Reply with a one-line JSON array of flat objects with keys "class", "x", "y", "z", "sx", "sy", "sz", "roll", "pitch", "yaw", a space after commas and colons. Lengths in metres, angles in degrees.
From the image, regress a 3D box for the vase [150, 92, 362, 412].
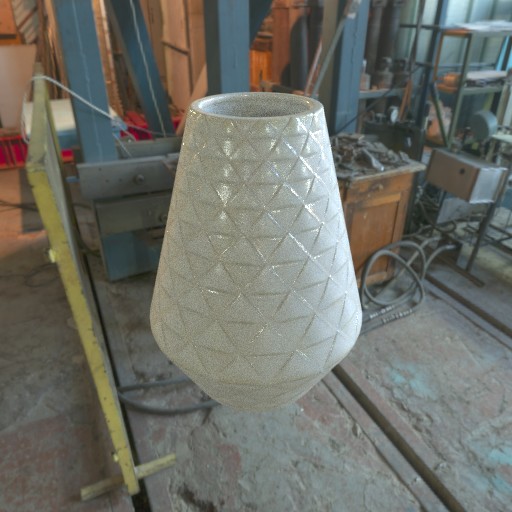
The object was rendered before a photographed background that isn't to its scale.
[{"class": "vase", "x": 0.000, "y": 0.000, "z": 0.348, "sx": 0.175, "sy": 0.230, "sz": 0.175, "roll": 0, "pitch": 30, "yaw": 0}]
